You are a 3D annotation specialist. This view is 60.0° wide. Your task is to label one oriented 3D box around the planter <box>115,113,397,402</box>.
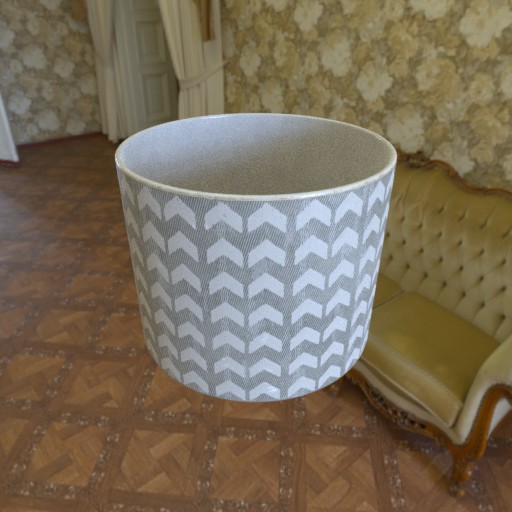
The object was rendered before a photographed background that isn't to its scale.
[{"bbox_3d":[0.000,0.000,0.467,0.250,0.239,0.250,0,30,0],"label":"planter"}]
